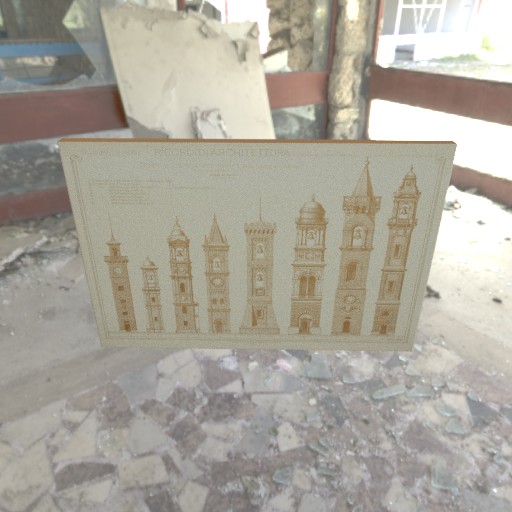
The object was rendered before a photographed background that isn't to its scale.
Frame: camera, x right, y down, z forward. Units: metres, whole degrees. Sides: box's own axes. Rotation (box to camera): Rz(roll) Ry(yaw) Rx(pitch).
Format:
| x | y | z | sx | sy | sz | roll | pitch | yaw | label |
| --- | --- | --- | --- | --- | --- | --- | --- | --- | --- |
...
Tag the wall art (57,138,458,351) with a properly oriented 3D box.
| x | y | z | sx | sy | sz | roll | pitch | yaw | label |
| --- | --- | --- | --- | --- | --- | --- | --- | --- | --- |
| 0.000 | 0.000 | 1.172 | 0.915 | 0.608 | 0.033 | 1 | 29 | 1 | wall art |
